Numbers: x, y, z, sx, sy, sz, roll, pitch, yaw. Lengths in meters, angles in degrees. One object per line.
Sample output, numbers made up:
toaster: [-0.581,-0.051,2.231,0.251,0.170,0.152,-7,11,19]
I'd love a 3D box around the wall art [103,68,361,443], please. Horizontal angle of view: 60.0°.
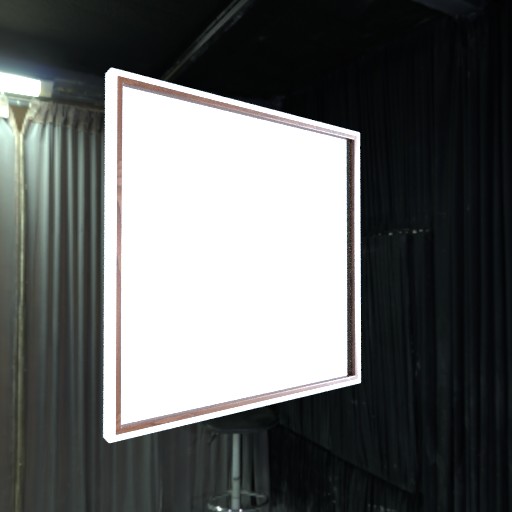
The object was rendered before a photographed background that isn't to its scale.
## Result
wall art: [0.000,0.000,1.507,1.009,1.009,0.049,1,-1,-36]
